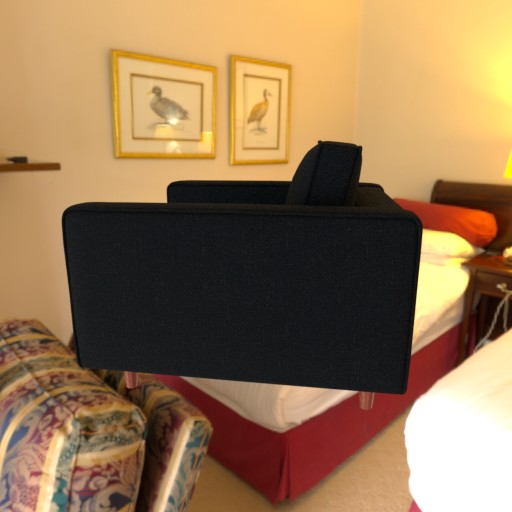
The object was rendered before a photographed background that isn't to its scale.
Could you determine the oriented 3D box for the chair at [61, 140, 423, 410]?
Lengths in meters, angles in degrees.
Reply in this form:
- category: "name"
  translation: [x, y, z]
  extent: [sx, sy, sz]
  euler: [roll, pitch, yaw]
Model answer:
- category: "chair"
  translation: [0.000, 0.000, 1.533]
  extent: [0.920, 0.770, 0.899]
  euler: [2, 14, 9]
